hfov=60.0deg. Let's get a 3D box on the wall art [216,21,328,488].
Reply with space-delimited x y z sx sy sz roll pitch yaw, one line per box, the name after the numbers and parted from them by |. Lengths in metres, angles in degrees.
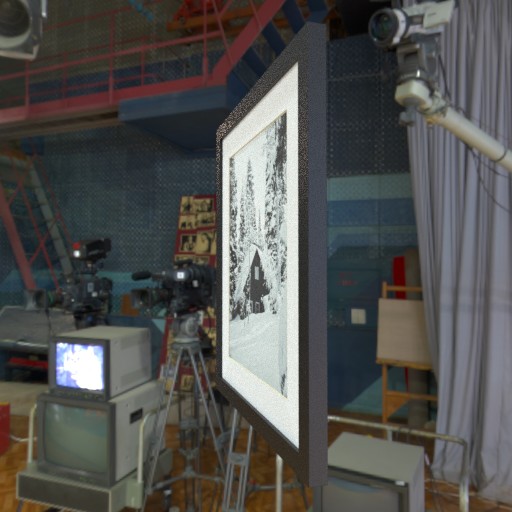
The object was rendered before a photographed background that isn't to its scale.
0.000 0.000 0.533 0.018 0.397 0.325 0 -1 -19 | wall art
